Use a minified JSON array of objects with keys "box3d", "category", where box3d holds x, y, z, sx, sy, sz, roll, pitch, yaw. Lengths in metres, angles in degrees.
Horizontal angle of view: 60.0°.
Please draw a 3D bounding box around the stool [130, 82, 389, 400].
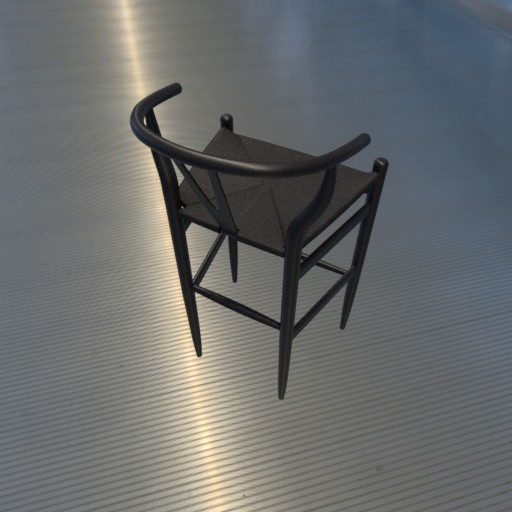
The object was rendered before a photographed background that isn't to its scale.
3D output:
[{"box3d":[0.000,0.000,1.400,0.569,1.072,0.579,22,50,20],"category":"stool"}]
